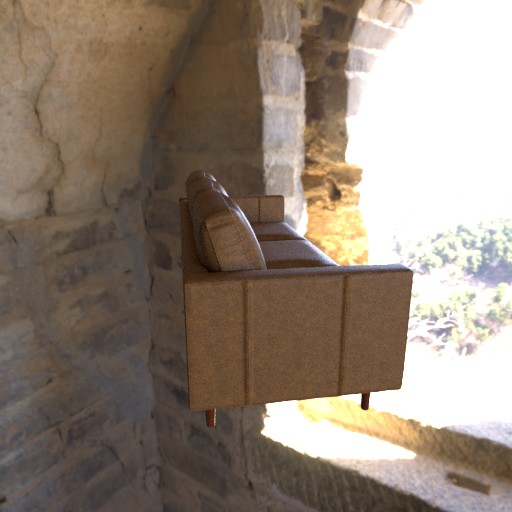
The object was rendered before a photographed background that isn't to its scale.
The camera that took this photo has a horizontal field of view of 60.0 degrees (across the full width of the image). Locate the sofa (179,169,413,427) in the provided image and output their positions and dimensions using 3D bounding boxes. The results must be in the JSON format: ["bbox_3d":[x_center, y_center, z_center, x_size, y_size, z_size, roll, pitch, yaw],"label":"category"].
[{"bbox_3d":[0.000,0.000,2.735,0.903,0.930,2.231,-3,16,-10],"label":"sofa"}]
